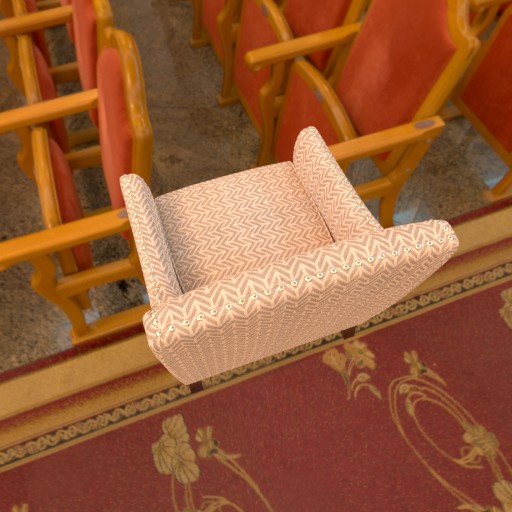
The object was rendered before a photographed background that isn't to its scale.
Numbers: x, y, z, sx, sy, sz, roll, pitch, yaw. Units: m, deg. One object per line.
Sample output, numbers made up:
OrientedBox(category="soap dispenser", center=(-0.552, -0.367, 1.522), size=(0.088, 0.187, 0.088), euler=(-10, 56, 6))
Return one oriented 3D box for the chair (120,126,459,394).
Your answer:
OrientedBox(category="chair", center=(0.000, 0.000, 1.280), size=(0.623, 0.816, 0.651), euler=(-17, 60, -10))
